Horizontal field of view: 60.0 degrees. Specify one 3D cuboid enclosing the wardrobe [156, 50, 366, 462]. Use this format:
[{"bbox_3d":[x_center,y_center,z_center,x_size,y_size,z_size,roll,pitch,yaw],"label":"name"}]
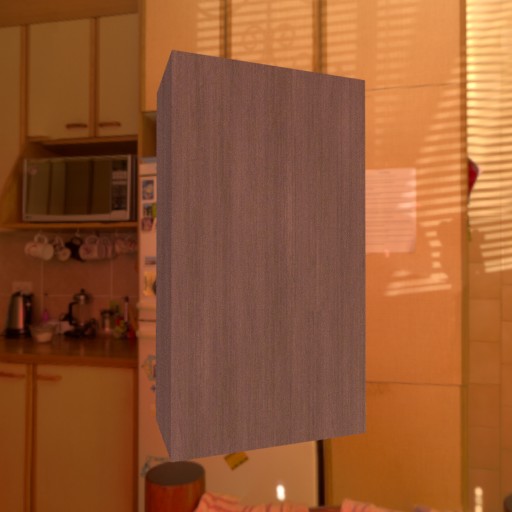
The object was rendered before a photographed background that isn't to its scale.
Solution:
[{"bbox_3d":[0.000,0.000,2.379,0.991,1.808,0.577,0,-1,-20],"label":"wardrobe"}]
